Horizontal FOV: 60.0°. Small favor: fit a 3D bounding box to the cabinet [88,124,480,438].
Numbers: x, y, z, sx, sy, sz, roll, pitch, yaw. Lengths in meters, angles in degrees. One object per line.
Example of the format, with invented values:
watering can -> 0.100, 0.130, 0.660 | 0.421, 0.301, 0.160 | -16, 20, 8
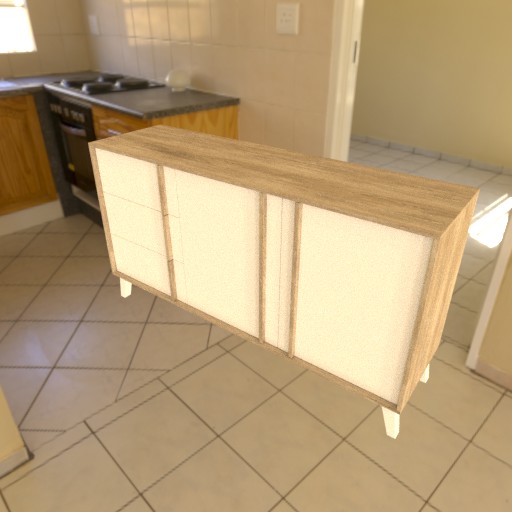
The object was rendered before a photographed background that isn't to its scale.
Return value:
cabinet -> 0.000, 0.000, 2.008 | 1.600, 0.870, 0.450 | 20, 35, 31
